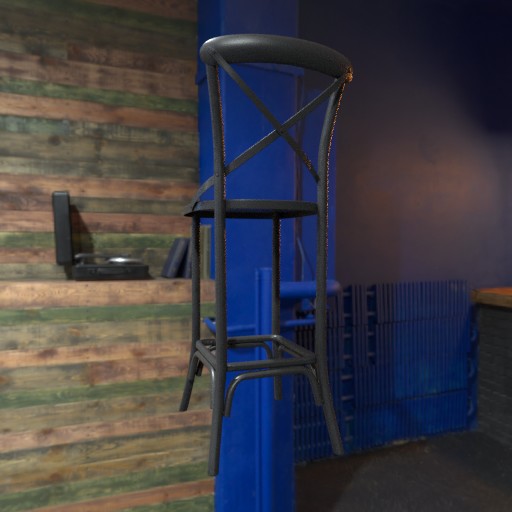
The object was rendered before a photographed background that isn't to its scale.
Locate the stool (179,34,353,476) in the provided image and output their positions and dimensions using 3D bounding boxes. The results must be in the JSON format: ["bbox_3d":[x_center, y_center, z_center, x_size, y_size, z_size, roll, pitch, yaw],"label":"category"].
[{"bbox_3d":[0.000,0.000,1.454,0.457,1.168,0.584,0,1,-18],"label":"stool"}]
